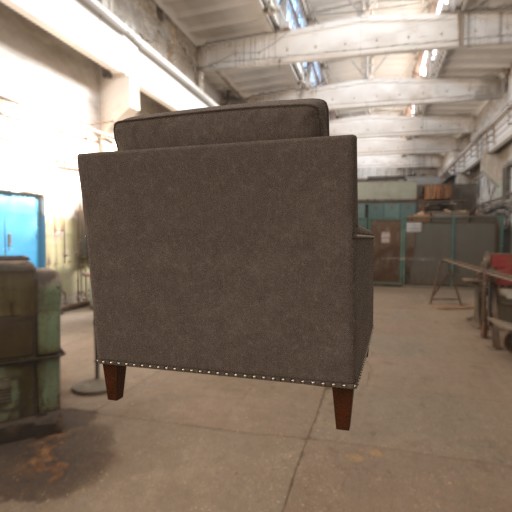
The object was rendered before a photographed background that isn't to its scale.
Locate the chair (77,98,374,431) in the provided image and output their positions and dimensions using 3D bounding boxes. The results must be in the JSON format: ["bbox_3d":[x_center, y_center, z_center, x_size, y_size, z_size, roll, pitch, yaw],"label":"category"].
[{"bbox_3d":[0.000,0.000,1.723,0.853,0.948,1.014,1,2,18],"label":"chair"}]
